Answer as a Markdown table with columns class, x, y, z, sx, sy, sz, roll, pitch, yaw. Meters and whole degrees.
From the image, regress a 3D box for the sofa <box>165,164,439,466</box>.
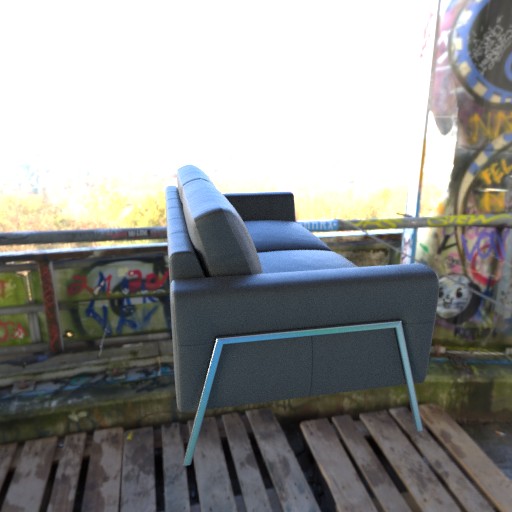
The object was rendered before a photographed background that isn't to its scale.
| class | x | y | z | sx | sy | sz | roll | pitch | yaw |
| --- | --- | --- | --- | --- | --- | --- | --- | --- | --- |
| sofa | 0.000 | 0.000 | 2.455 | 0.953 | 0.875 | 2.017 | -3 | 17 | -11 |
